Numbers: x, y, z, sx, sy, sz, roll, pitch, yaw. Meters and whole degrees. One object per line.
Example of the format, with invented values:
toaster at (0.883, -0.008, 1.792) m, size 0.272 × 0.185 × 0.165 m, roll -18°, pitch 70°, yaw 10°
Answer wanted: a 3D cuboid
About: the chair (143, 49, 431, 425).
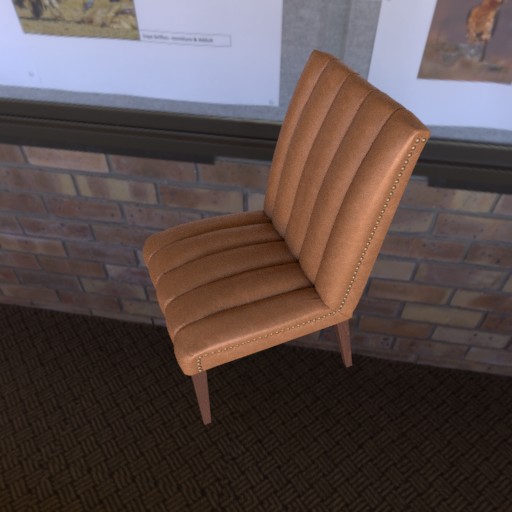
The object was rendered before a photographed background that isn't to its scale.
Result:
chair at (0.000, 0.000, 1.384) m, size 0.647 × 1.016 × 0.511 m, roll -16°, pitch 48°, yaw -15°
